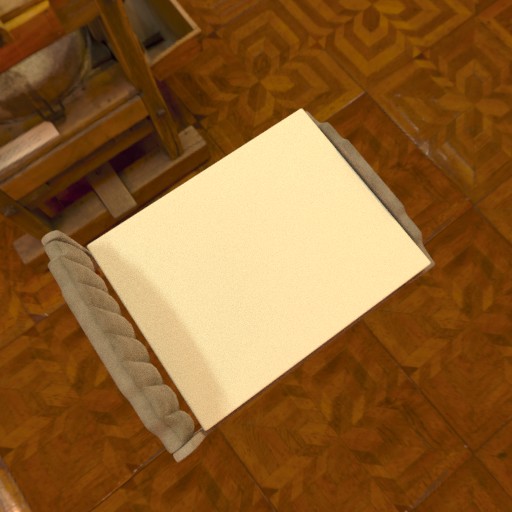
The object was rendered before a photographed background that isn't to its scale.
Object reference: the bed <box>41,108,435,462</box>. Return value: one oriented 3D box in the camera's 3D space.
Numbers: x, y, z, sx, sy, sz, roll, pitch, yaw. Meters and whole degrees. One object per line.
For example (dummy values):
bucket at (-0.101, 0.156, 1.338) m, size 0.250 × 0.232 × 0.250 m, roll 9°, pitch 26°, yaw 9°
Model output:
bed at (0.000, 0.000, 3.309) m, size 2.340 × 1.245 × 1.676 m, roll -35°, pitch 78°, yaw -8°
